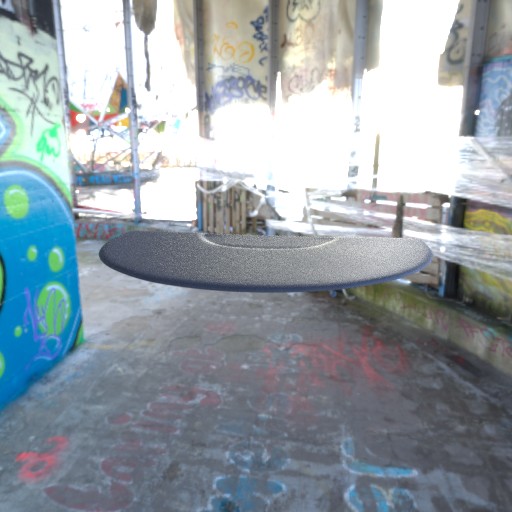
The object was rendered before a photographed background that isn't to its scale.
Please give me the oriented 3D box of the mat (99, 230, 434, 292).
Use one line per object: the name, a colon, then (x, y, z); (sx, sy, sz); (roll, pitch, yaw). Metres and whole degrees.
mat: (0.000, 0.000, 1.864); (1.525, 0.016, 0.917); (2, 14, 8)
